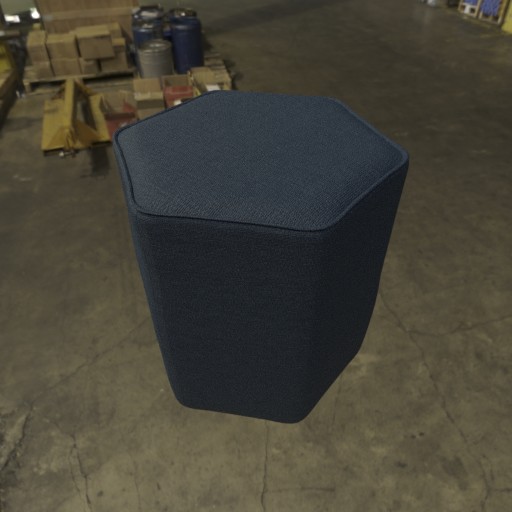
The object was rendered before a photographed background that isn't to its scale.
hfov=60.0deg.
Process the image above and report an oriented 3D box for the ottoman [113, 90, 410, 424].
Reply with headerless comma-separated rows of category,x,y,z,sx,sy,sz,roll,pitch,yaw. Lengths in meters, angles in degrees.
ottoman,0.000,0.000,0.876,0.454,0.505,0.492,-11,42,-12
